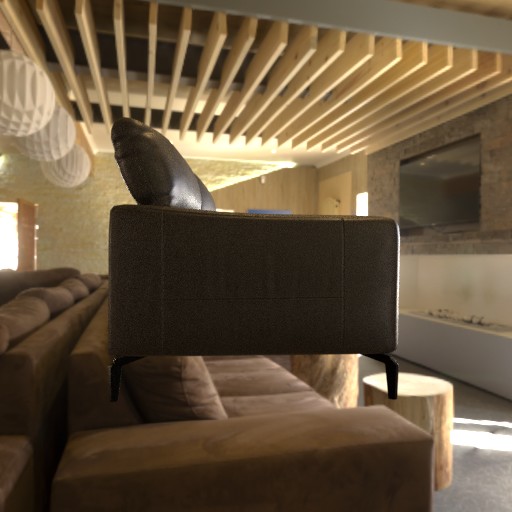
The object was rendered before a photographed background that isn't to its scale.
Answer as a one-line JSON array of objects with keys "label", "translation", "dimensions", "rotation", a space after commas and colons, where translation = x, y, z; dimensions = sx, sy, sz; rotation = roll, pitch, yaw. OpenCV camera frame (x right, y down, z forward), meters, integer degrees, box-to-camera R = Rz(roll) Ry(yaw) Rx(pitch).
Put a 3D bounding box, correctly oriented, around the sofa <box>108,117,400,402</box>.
[{"label": "sofa", "translation": [0.000, 0.000, 2.122], "dimensions": [0.958, 0.920, 1.596], "rotation": [0, 0, 1]}]
